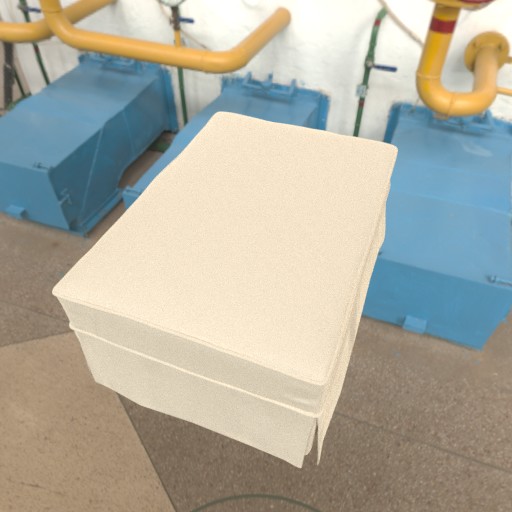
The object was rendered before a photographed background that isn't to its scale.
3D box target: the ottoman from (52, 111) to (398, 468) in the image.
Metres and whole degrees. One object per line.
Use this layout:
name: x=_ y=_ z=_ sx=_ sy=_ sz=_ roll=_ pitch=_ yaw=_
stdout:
ottoman: x=0.000 y=0.000 z=1.344 sx=0.703 sy=0.479 sz=0.944 roll=16 pitch=48 yaw=15
